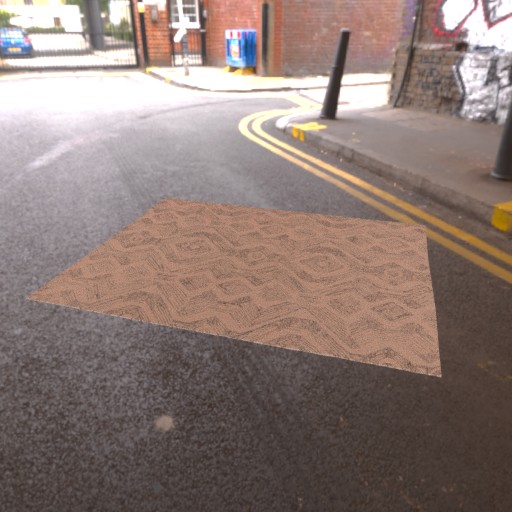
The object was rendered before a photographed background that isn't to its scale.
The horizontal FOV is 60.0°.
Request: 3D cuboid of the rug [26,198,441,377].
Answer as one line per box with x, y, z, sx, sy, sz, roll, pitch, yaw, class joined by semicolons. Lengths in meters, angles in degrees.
0.000;0.000;4.077;3.054;0.030;2.430;8;28;15;rug
